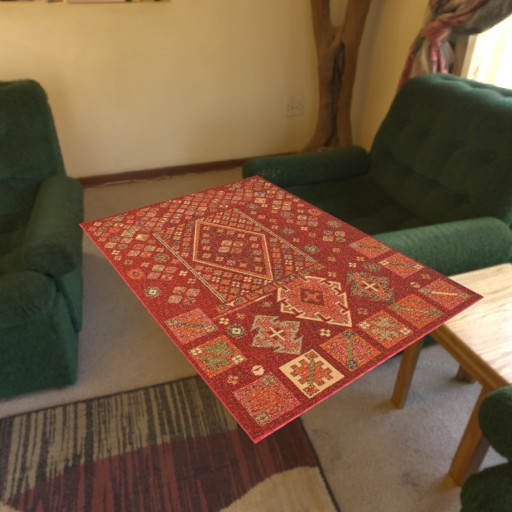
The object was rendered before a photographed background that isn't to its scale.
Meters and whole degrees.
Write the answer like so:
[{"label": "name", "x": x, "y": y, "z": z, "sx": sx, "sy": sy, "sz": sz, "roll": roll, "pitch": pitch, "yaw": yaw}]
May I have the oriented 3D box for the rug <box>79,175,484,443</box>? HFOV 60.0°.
[{"label": "rug", "x": 0.000, "y": 0.000, "z": 4.298, "sx": 2.389, "sy": 0.011, "sz": 3.306, "roll": -21, "pitch": 38, "yaw": -29}]
